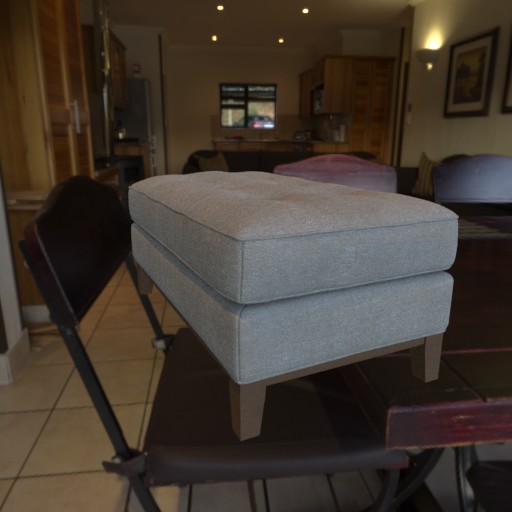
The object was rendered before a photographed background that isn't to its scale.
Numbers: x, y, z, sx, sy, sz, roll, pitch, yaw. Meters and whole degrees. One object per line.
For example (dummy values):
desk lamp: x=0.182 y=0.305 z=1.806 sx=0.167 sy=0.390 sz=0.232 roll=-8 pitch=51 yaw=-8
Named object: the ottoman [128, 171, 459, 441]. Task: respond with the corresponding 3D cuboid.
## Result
ottoman: x=0.000 y=0.000 z=1.507 sx=0.648 sy=0.514 sz=1.143 roll=-7 pitch=17 yaw=-25
